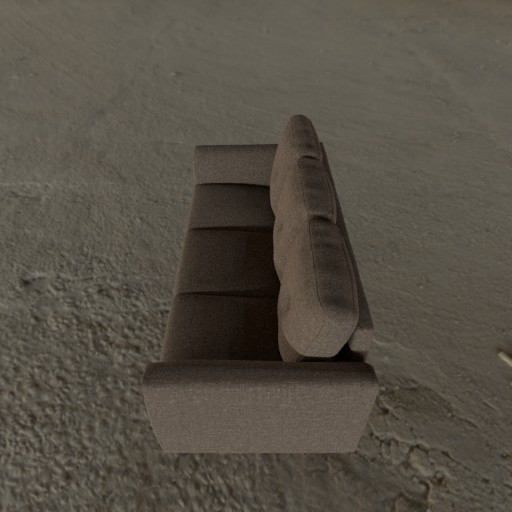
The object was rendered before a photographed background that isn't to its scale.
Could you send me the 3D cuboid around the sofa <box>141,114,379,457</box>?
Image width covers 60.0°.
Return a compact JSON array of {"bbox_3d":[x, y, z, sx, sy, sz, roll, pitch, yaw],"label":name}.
[{"bbox_3d":[0.000,0.000,2.317,0.837,0.891,1.847,0,40,0],"label":"sofa"}]
